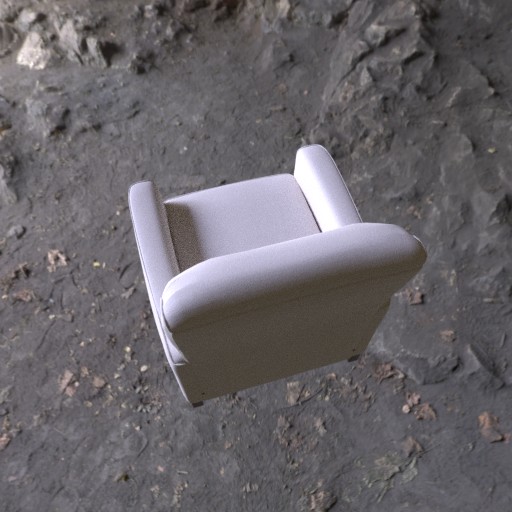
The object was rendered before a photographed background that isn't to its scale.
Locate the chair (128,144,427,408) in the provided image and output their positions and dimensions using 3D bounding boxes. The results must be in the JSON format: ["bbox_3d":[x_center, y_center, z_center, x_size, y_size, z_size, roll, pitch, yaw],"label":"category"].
[{"bbox_3d":[0.000,0.000,1.673,0.841,1.028,0.858,-14,58,-9],"label":"chair"}]
